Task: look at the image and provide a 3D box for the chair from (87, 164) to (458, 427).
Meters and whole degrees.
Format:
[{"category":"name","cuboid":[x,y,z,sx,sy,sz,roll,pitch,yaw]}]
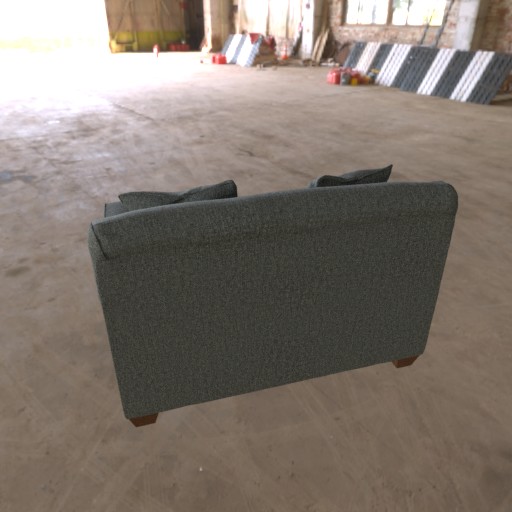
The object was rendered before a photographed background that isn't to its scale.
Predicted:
[{"category":"chair","cuboid":[0.000,0.000,2.136,1.383,0.948,1.000,-8,30,-14]}]
